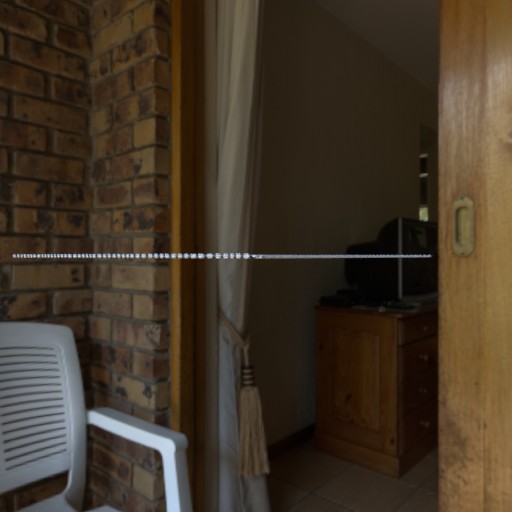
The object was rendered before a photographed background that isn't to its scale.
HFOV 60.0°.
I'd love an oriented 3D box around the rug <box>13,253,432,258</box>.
[{"bbox_3d":[0.000,0.000,2.878,1.613,0.017,2.312,0,0,36],"label":"rug"}]
